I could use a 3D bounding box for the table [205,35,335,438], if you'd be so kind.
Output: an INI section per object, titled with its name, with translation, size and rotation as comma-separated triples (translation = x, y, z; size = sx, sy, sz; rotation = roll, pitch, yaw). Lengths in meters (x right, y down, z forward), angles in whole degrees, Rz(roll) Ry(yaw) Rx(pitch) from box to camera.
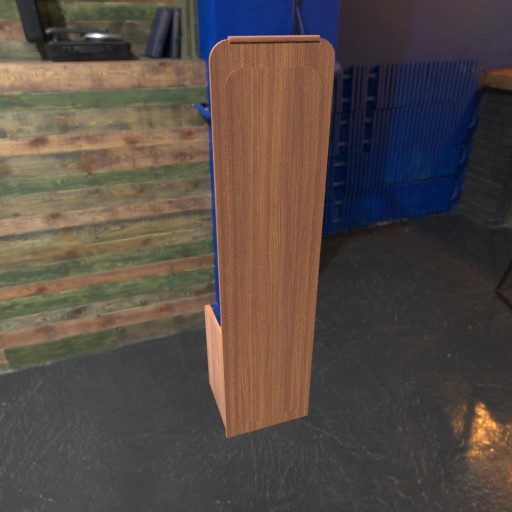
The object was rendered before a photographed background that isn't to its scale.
[table]
translation = 0.000, 0.000, 2.044
size = 0.450, 1.830, 0.420
rotation = -9, 30, -17
